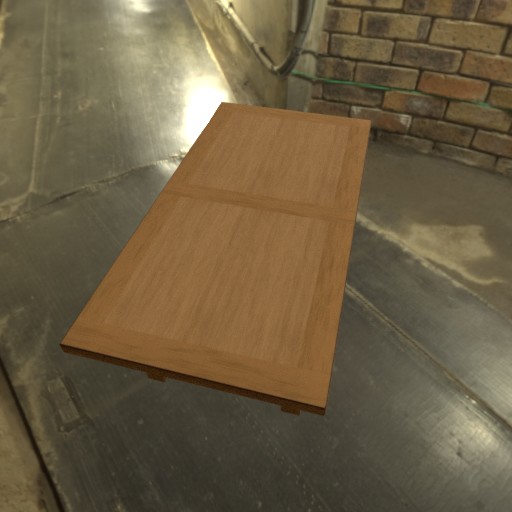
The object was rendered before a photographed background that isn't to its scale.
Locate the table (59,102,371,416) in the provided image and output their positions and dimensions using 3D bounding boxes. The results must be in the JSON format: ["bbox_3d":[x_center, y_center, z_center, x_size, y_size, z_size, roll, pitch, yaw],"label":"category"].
[{"bbox_3d":[0.000,0.000,2.501,1.000,0.762,1.982,11,47,10],"label":"table"}]
